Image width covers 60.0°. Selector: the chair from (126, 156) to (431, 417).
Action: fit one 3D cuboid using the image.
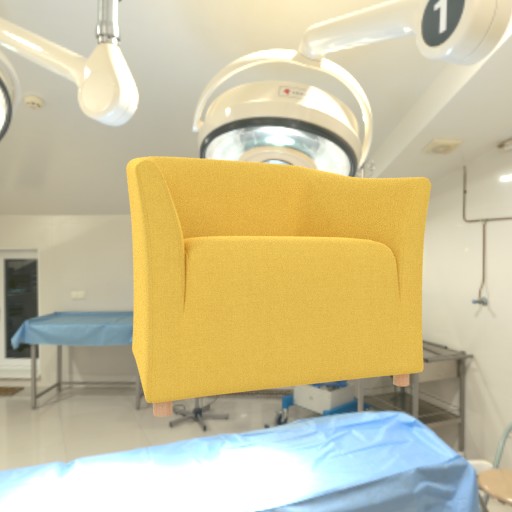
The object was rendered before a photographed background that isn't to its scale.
[{"bbox_3d":[0.000,0.000,1.410,0.790,0.720,0.700,0,1,-19],"label":"chair"}]
